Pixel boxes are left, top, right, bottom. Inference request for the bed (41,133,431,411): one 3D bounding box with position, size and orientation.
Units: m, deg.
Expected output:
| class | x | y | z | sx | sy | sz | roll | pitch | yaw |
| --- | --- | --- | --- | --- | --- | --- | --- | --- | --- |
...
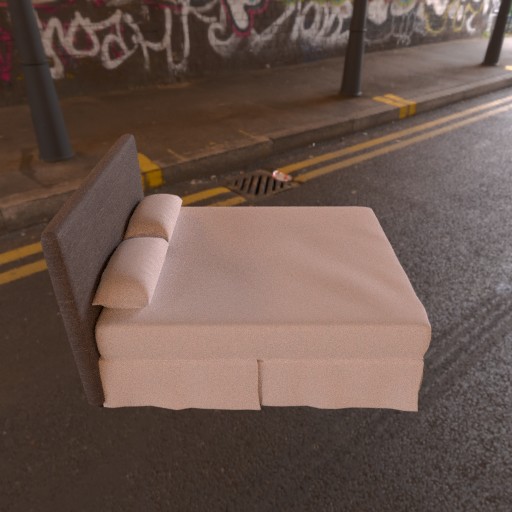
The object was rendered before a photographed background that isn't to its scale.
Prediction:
| class | x | y | z | sx | sy | sz | roll | pitch | yaw |
| --- | --- | --- | --- | --- | --- | --- | --- | --- | --- |
| bed | 0.000 | 0.000 | 3.195 | 2.142 | 1.330 | 1.723 | 0 | 32 | 0 |
